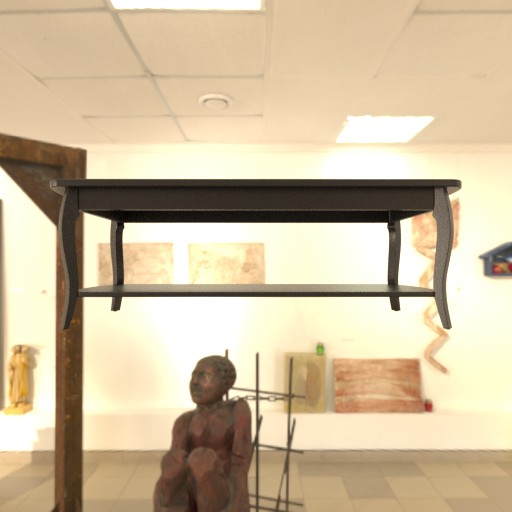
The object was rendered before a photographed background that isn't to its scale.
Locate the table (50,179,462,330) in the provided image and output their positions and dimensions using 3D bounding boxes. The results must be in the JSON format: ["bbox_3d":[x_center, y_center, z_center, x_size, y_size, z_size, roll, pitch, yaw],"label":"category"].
[{"bbox_3d":[0.000,0.000,1.612,1.333,0.457,0.571,0,-1,0],"label":"table"}]
